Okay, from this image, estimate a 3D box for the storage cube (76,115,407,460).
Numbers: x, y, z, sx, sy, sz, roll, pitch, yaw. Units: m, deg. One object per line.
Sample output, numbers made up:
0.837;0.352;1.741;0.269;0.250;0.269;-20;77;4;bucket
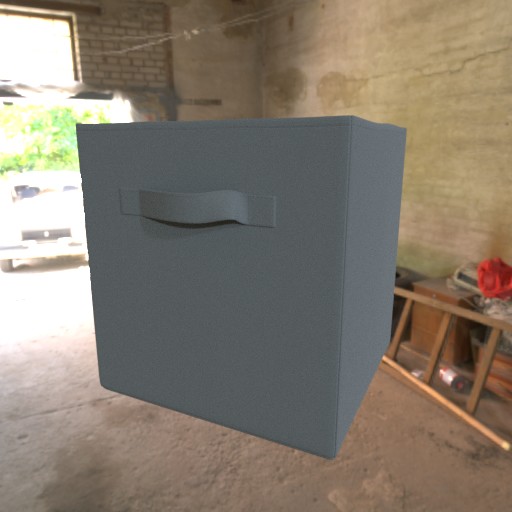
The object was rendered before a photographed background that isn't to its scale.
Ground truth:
0.000;0.000;0.495;0.270;0.280;0.270;7;16;26;storage cube
